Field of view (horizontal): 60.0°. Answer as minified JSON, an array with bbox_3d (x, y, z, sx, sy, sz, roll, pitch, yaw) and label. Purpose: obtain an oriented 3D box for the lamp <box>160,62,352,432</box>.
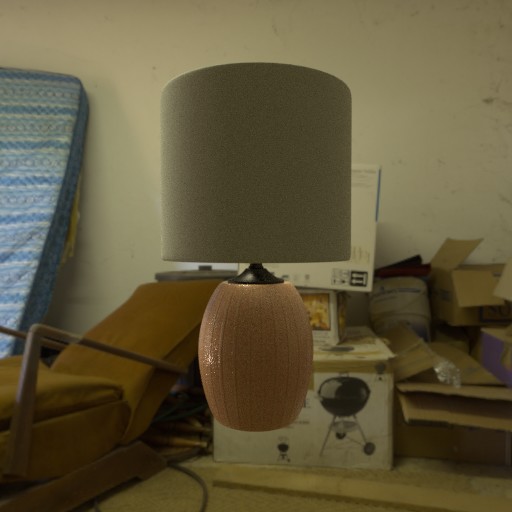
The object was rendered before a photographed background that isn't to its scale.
[{"bbox_3d":[0.000,0.000,0.785,0.329,0.570,0.329,0,1,0],"label":"lamp"}]
